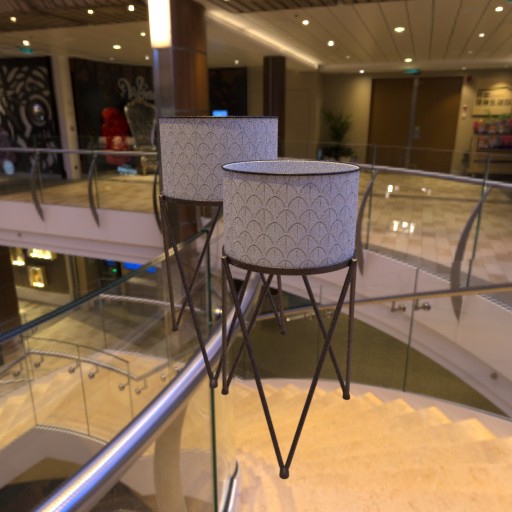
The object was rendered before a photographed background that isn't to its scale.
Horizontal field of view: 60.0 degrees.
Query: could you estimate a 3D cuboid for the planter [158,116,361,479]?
[{"bbox_3d":[0.000,0.000,1.183,0.413,0.712,0.769,-8,19,-25],"label":"planter"}]
